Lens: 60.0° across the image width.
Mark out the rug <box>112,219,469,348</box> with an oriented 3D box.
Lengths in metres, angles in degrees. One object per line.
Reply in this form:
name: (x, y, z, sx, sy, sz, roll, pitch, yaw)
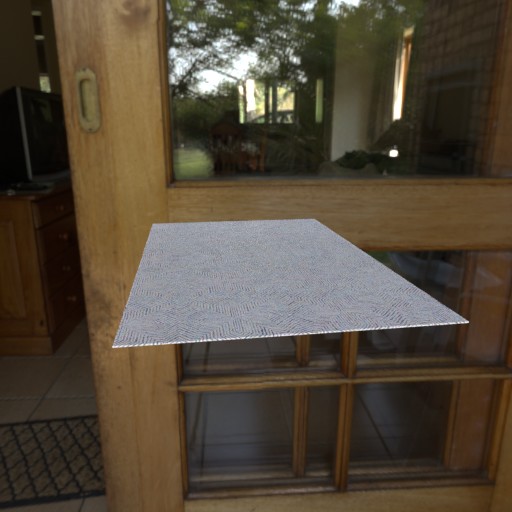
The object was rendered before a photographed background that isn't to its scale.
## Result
rug: (0.000, 0.000, 2.992, 1.519, 0.007, 2.428, -2, 16, -9)
